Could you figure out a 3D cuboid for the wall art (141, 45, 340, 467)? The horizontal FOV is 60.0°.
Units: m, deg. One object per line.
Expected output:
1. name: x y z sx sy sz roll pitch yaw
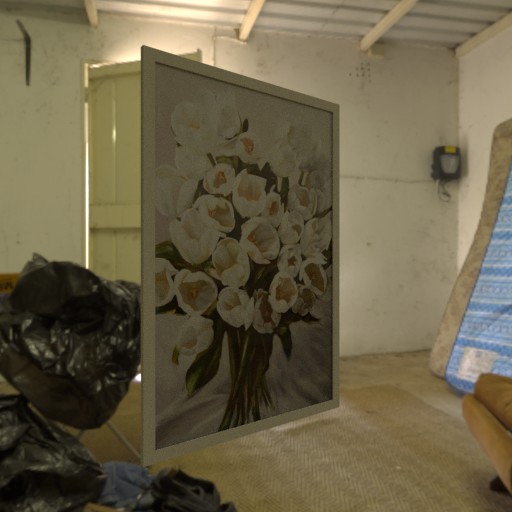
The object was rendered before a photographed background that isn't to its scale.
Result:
1. wall art: 0.000 0.000 1.219 0.660 0.965 0.015 0 0 -37
